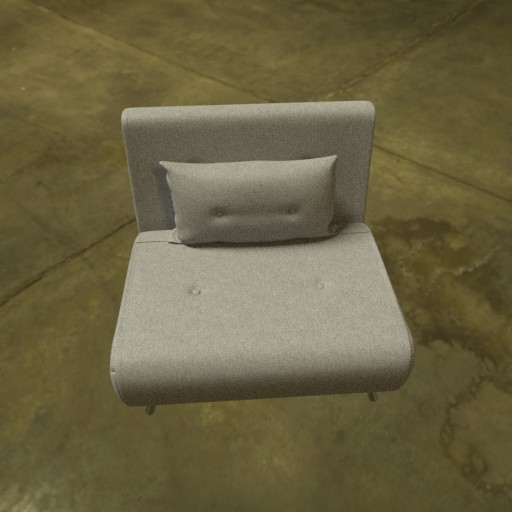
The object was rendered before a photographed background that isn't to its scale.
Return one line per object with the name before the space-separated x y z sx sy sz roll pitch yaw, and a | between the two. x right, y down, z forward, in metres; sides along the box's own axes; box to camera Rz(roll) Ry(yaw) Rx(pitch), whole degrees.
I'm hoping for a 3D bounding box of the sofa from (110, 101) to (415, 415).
sofa | 0.000 0.000 1.737 1.020 0.825 1.000 -3 46 -3
